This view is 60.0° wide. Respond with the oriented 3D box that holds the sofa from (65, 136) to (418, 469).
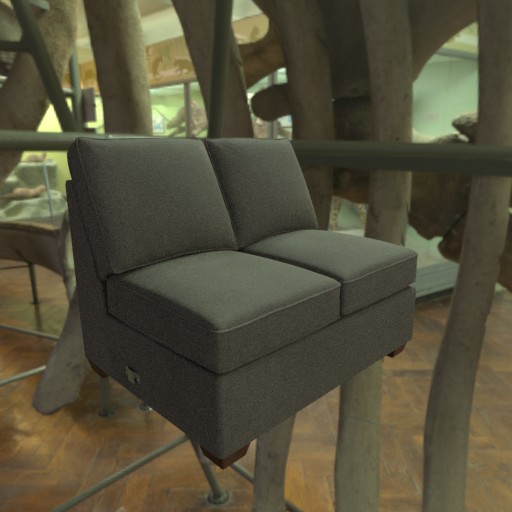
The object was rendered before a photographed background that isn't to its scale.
[{"bbox_3d":[0.000,0.000,1.939,1.237,1.008,0.951,-14,20,-43],"label":"sofa"}]
